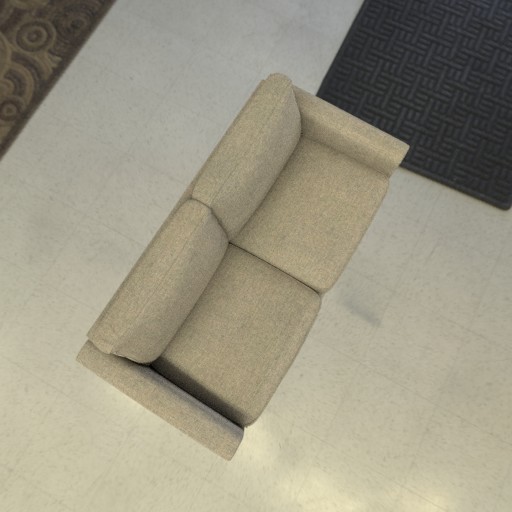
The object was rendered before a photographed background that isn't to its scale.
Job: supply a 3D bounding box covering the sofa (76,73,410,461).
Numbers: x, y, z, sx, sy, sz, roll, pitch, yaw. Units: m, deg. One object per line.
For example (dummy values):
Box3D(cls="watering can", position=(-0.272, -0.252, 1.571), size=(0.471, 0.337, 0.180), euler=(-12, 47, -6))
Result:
Box3D(cls="sofa", position=(0.000, 0.000, 2.549), size=(0.969, 0.892, 1.978), euler=(30, 78, 7))
